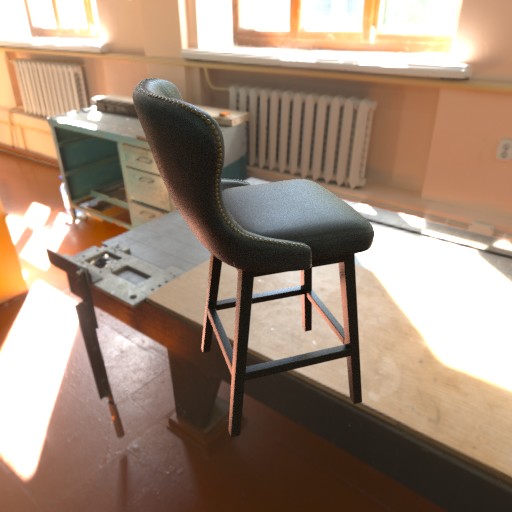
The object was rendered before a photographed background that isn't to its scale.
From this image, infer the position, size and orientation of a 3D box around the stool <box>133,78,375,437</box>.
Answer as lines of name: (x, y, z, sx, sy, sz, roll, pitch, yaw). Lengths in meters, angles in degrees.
stool: (0.000, 0.000, 1.317, 0.593, 0.971, 0.528, -9, 30, -16)
